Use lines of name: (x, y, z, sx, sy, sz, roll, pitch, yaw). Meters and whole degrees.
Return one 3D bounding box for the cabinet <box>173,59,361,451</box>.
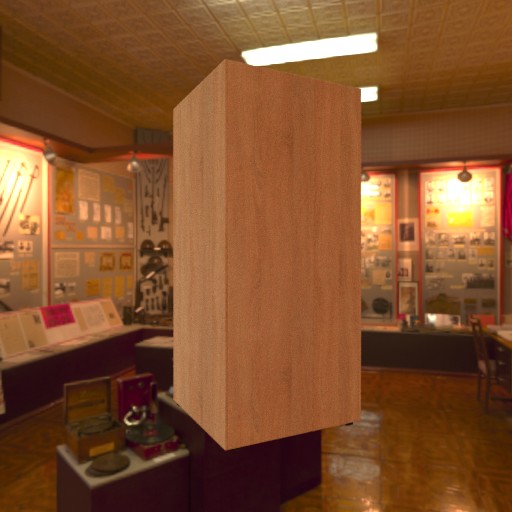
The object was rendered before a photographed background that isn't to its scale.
cabinet: (0.000, 0.000, 2.905, 1.327, 2.120, 1.094, 0, 0, 18)
